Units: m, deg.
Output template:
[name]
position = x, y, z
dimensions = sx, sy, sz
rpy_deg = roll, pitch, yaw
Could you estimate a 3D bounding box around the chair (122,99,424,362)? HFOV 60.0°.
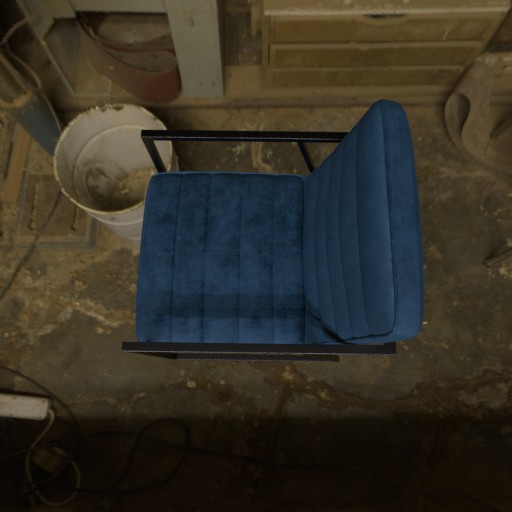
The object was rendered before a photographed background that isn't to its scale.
[chair]
position = 0.000, 0.000, 1.286
dimensions = 0.677, 0.833, 0.571
rpy_deg = 1, 75, 0
